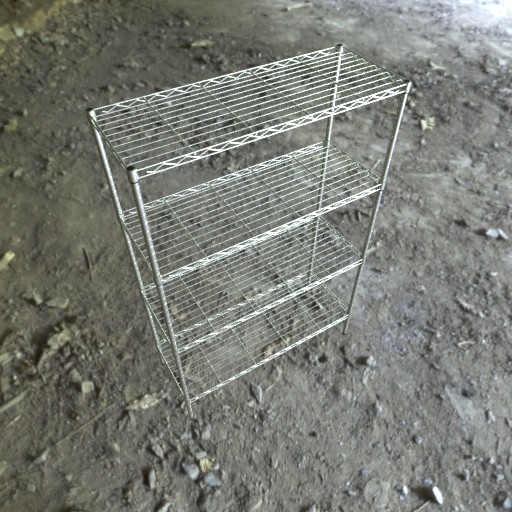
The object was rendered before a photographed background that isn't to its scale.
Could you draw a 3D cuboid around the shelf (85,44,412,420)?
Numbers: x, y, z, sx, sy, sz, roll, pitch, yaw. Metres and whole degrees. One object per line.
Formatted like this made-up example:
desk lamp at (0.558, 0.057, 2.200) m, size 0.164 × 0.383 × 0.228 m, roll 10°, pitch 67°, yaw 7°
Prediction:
shelf at (0.000, 0.000, 1.779) m, size 0.907 × 1.360 × 0.352 m, roll -24°, pitch 51°, yaw -21°
